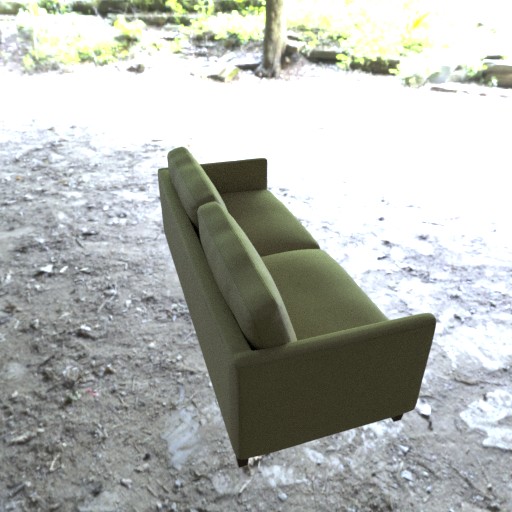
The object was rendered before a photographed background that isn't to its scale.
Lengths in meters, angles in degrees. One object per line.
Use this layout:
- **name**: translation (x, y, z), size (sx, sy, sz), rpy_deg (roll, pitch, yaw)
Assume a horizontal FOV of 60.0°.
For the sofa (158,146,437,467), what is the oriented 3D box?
- **sofa**: translation (0.000, 0.000, 2.925), size (0.988, 0.912, 2.404), rpy_deg (-9, 32, -15)
